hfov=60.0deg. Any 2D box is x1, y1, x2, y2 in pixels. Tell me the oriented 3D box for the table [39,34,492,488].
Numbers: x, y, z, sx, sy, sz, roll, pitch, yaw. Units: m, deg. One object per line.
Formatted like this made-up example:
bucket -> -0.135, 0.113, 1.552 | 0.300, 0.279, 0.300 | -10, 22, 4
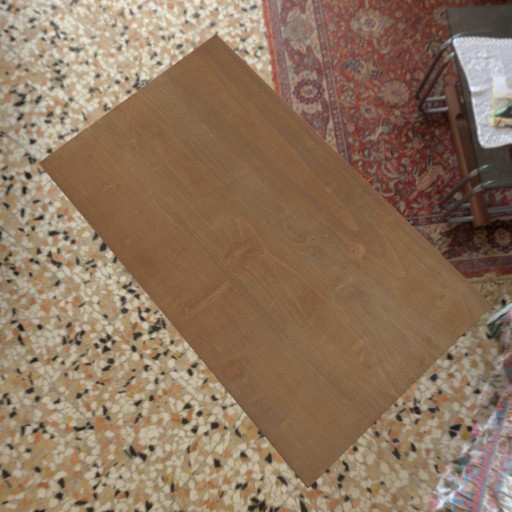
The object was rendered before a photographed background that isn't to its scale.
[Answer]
table -> 0.000, 0.000, 2.109 | 0.946, 0.780, 1.609 | -40, 79, -10
